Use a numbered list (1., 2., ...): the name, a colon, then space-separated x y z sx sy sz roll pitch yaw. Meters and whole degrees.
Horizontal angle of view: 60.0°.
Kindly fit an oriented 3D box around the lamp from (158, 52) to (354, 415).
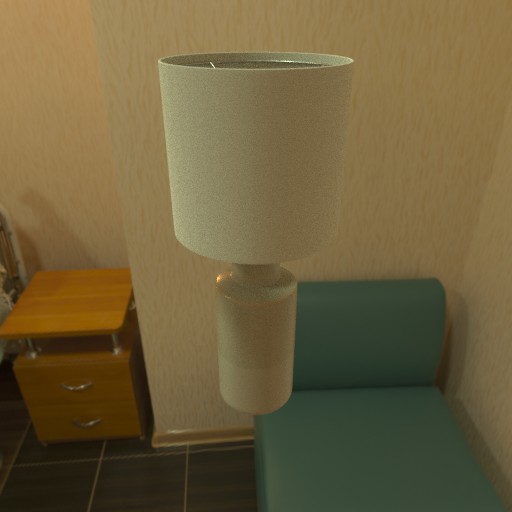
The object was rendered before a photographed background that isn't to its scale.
1. lamp: 0.000 0.000 0.604 0.212 0.493 0.212 -18 33 -30
